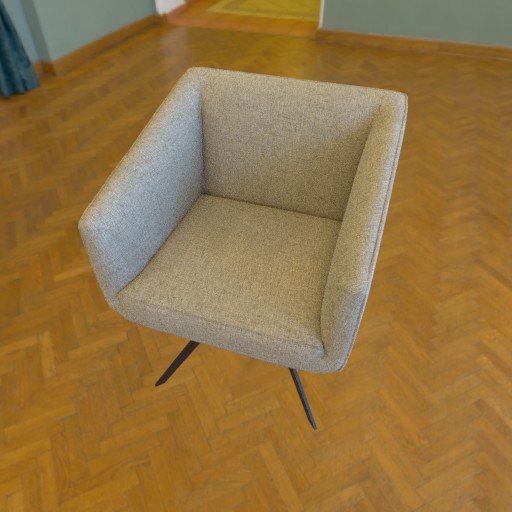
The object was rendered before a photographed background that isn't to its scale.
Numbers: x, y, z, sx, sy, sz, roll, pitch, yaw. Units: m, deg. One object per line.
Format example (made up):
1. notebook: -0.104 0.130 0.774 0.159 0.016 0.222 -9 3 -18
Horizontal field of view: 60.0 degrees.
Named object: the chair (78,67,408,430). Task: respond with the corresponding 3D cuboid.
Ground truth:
1. chair: 0.000 0.000 1.228 0.628 0.760 0.623 13 44 14
